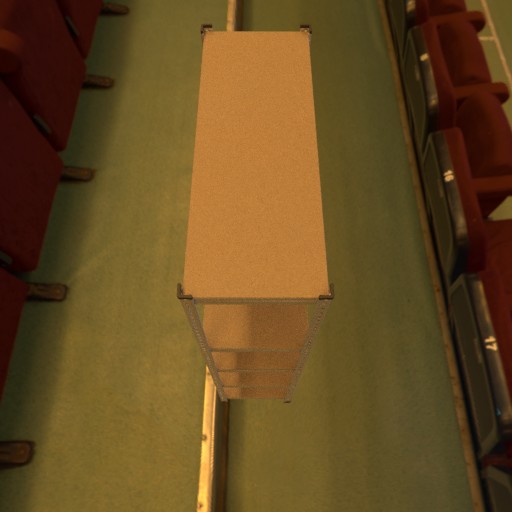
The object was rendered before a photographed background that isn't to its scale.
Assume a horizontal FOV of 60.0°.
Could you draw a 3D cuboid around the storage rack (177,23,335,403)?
[{"bbox_3d":[0.000,0.000,2.365,0.457,1.829,1.219,0,63,0],"label":"storage rack"}]
